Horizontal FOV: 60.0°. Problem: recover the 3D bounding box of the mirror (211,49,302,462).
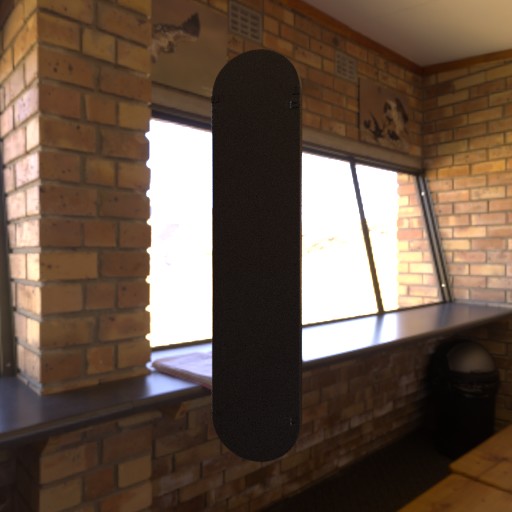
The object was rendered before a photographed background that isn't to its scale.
[{"bbox_3d":[0.000,0.000,1.077,0.222,0.991,0.032,0,0,17],"label":"mirror"}]
